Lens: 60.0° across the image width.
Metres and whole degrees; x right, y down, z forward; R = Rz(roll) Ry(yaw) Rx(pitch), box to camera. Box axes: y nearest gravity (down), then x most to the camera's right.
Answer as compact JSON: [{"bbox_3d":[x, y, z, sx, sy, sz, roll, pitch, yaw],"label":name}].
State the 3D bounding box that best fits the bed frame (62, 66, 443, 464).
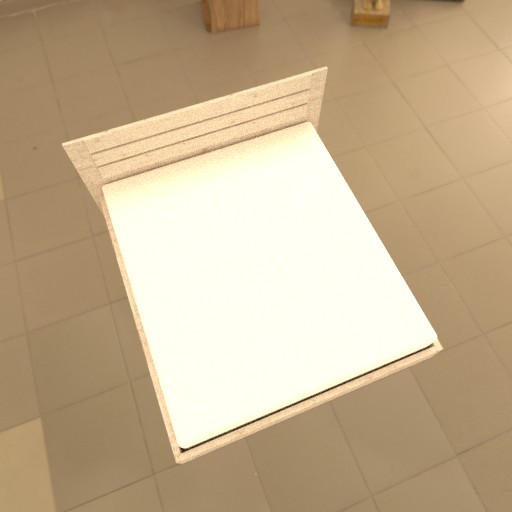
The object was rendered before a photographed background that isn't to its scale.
[{"bbox_3d":[0.000,0.000,3.103,1.950,0.970,2.080,-20,65,-9],"label":"bed frame"}]
